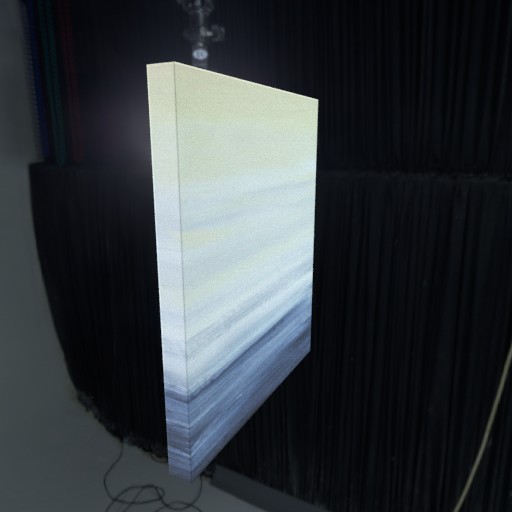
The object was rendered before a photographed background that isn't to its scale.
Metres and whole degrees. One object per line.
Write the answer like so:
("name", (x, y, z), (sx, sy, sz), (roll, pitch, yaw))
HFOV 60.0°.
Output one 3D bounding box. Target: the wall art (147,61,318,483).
("wall art", (0.000, 0.000, 0.712), (0.037, 0.511, 0.435), (7, 16, 27))
